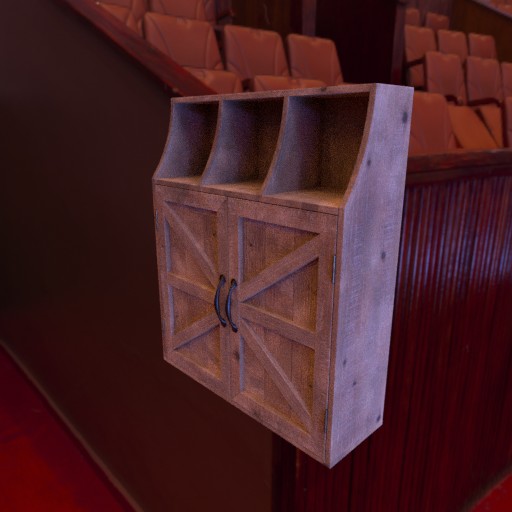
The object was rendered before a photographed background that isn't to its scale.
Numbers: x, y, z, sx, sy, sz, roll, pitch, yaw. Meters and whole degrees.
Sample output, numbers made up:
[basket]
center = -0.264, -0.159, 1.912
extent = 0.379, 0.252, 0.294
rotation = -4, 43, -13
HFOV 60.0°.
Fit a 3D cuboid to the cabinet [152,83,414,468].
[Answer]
[cabinet]
center = 0.000, 0.000, 0.852
extent = 0.184, 0.590, 0.489
rotation = -15, 22, -42
